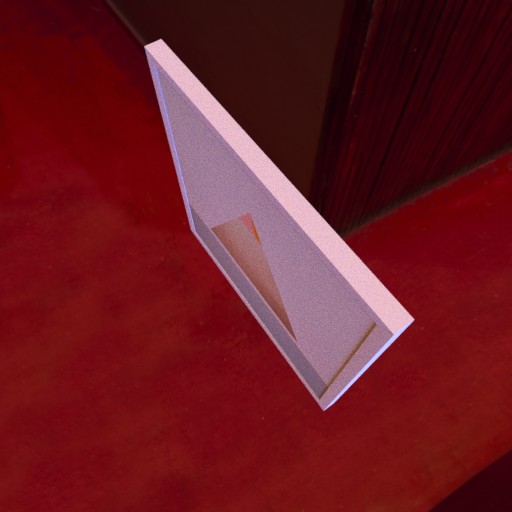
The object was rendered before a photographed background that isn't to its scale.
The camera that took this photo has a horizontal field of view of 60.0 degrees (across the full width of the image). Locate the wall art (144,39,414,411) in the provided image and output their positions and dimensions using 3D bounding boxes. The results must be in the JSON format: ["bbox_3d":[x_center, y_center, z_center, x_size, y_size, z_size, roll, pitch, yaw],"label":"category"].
[{"bbox_3d":[0.000,0.000,1.140,0.041,0.765,0.768,-32,67,-15],"label":"wall art"}]
